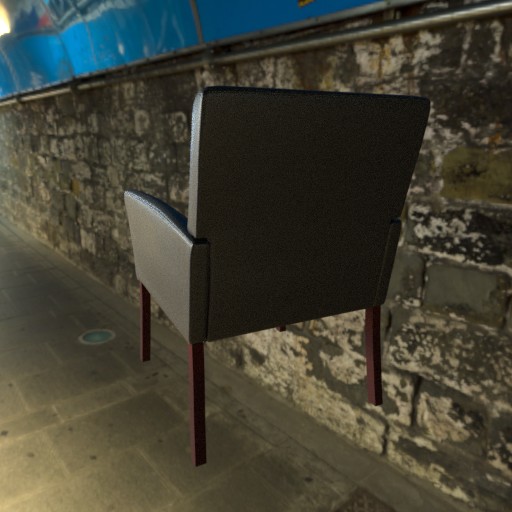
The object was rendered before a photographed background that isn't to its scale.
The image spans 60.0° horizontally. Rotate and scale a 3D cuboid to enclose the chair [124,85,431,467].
[{"bbox_3d":[0.000,0.000,1.444,0.683,0.951,0.772,-7,17,-25],"label":"chair"}]
